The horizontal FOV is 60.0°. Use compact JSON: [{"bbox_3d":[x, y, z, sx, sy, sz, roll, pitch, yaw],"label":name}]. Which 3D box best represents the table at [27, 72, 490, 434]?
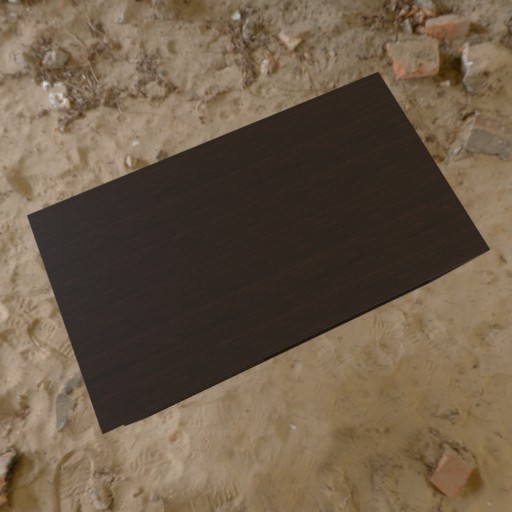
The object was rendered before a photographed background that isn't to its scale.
[{"bbox_3d":[0.000,0.000,1.367,1.050,0.460,0.590,-24,76,-6],"label":"table"}]
